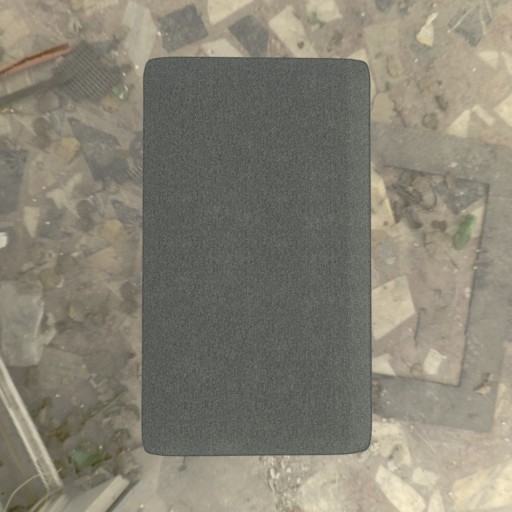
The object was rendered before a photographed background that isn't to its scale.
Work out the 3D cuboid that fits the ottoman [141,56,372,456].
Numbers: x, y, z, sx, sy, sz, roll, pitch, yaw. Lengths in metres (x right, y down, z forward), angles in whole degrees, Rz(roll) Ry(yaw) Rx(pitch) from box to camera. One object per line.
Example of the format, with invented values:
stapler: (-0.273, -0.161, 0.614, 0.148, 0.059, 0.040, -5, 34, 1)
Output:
ottoman: (0.000, 0.000, 1.492, 0.681, 0.494, 1.173, 0, 89, -1)
